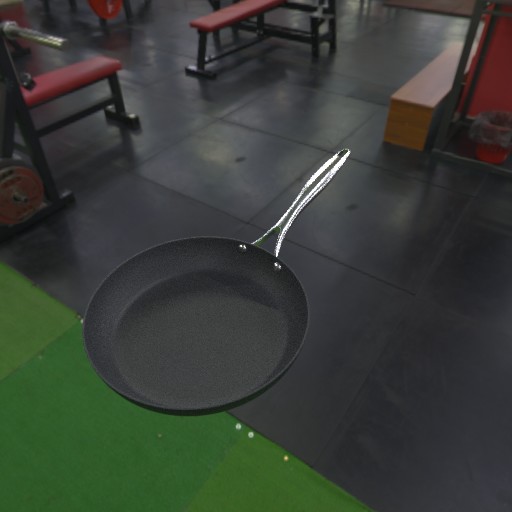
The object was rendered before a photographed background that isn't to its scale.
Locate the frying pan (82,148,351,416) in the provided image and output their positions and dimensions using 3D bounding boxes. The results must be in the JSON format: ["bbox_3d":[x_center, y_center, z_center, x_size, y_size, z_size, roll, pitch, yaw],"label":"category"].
[{"bbox_3d":[0.000,0.000,0.571,0.255,0.105,0.472,27,48,27],"label":"frying pan"}]
